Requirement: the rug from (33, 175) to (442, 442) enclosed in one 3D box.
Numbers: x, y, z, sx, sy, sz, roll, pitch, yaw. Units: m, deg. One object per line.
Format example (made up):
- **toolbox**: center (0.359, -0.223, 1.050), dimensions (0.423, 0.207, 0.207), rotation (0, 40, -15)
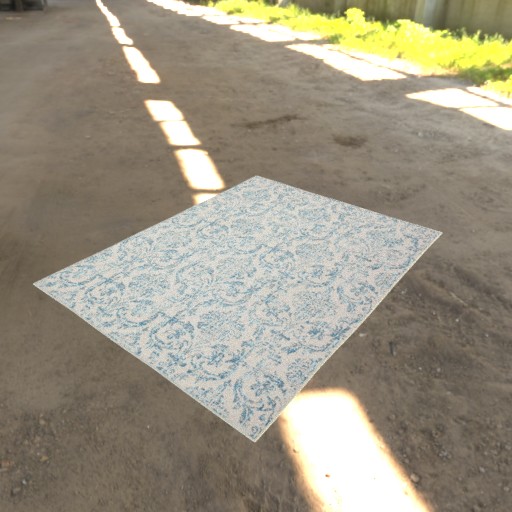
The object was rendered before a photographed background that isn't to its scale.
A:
- **rug**: center (0.000, 0.000, 4.038), dimensions (2.363, 0.012, 2.980), rotation (23, 39, 32)
